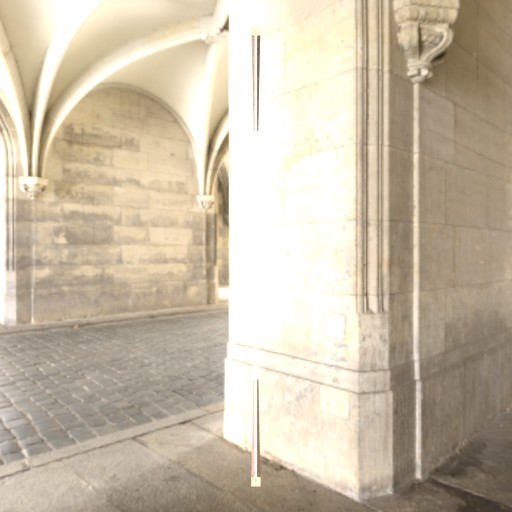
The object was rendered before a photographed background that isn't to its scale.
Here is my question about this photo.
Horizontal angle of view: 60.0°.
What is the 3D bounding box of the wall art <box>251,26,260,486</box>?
[{"bbox_3d":[0.000,0.000,0.815,0.012,0.608,0.459,0,0,0],"label":"wall art"}]
